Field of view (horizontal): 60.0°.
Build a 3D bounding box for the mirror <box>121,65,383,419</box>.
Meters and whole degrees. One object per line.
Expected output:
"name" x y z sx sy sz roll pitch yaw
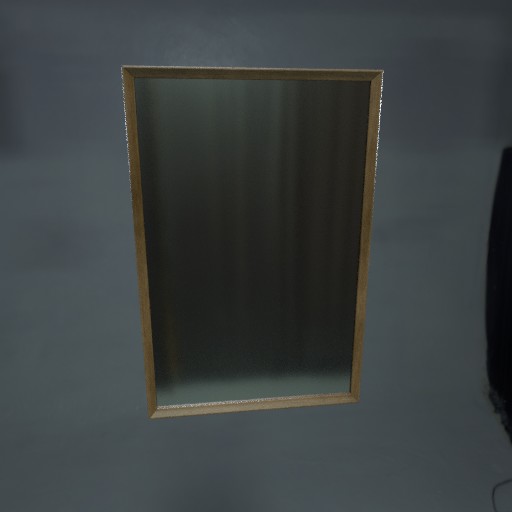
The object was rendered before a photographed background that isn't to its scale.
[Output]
"mirror" 0.000 0.000 1.167 0.609 0.915 0.041 -2 16 -7
